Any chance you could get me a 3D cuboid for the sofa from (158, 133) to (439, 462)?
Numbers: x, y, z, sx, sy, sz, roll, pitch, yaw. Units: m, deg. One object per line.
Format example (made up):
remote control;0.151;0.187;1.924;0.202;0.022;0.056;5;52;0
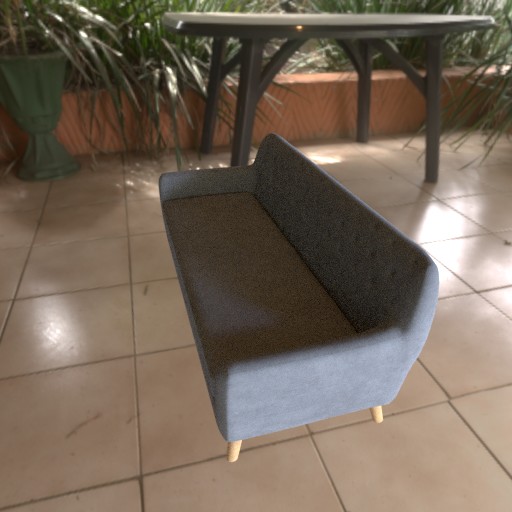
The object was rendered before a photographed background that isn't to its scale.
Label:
sofa;0.000;0.000;2.388;0.830;0.830;1.970;-9;31;-14
